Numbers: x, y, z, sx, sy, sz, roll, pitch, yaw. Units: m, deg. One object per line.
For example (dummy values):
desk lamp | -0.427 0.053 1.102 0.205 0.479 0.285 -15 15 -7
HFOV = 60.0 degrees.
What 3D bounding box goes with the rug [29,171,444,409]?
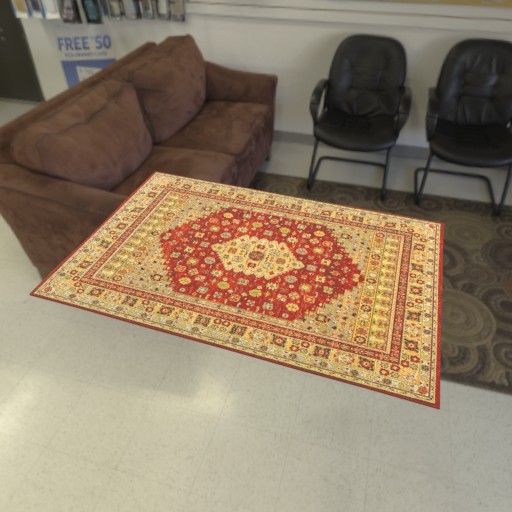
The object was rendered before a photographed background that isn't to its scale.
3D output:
rug | 0.000 0.000 2.247 1.802 0.013 1.194 12 42 14
